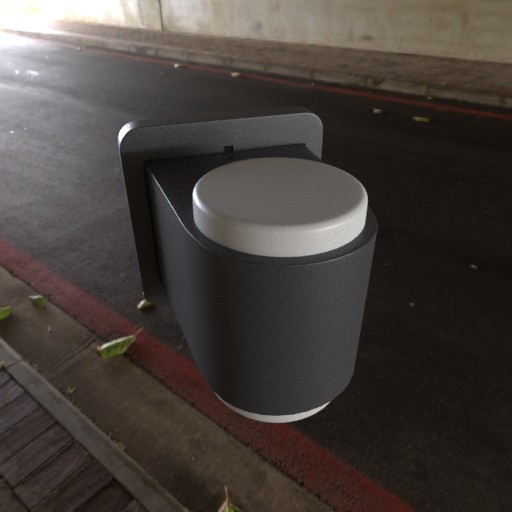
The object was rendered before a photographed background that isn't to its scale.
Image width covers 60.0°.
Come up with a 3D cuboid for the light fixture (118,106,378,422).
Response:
[{"bbox_3d":[0.000,0.000,0.216,0.109,0.109,0.132,-10,34,-16],"label":"light fixture"}]
